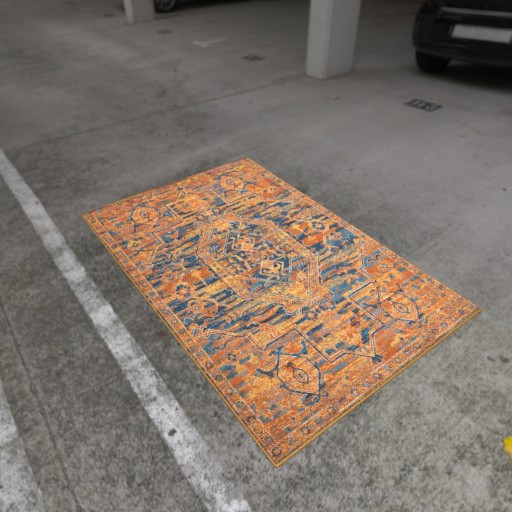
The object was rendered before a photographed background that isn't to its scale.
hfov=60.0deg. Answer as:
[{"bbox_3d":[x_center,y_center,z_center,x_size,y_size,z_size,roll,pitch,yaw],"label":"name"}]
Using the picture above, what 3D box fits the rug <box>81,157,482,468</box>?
[{"bbox_3d":[0.000,0.000,2.205,1.148,0.013,1.758,-26,46,-27],"label":"rug"}]
